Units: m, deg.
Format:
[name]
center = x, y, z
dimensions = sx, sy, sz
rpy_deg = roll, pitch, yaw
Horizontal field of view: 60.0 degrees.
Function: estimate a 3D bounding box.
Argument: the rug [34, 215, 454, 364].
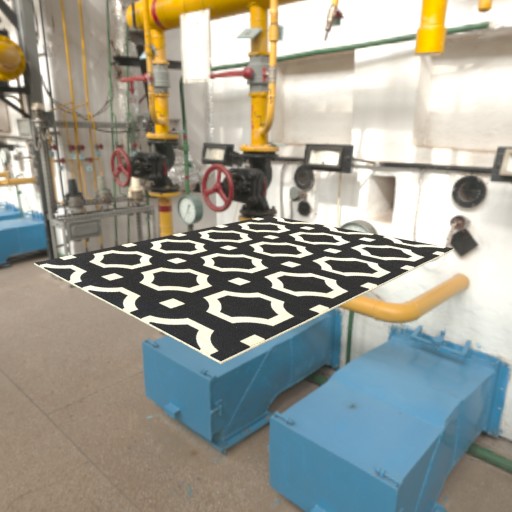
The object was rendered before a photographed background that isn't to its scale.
[rug]
center = 0.000, 0.000, 4.110
dimensions = 2.466, 0.021, 3.049
rpy_deg = 15, 22, 42
